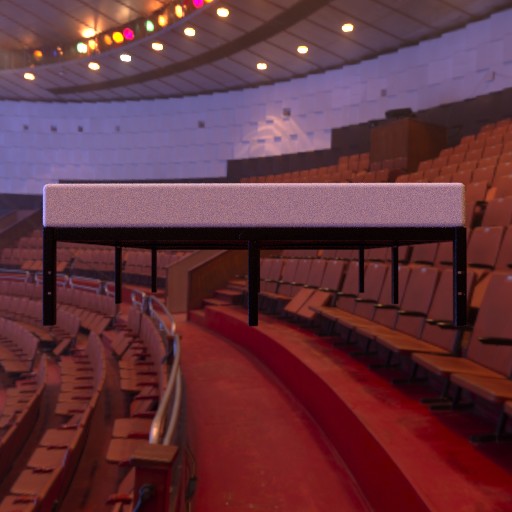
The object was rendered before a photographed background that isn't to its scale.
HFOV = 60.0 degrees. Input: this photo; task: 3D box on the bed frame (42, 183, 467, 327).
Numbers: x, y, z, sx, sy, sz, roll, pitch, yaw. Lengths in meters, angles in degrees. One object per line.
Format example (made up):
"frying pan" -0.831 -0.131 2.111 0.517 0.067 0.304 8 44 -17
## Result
"bed frame" 0.000 0.000 3.066 1.963 0.659 2.079 0 0 1
